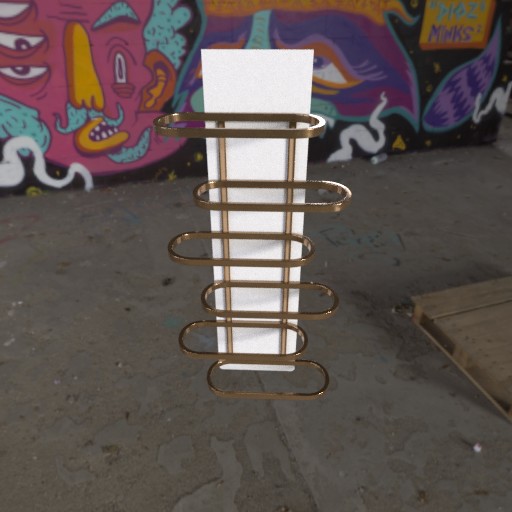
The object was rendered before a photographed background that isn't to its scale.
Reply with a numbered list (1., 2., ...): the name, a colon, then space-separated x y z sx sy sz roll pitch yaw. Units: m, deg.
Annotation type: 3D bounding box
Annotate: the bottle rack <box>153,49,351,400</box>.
1. bottle rack: 0.000 0.000 0.848 0.332 0.709 0.118 1 31 2
